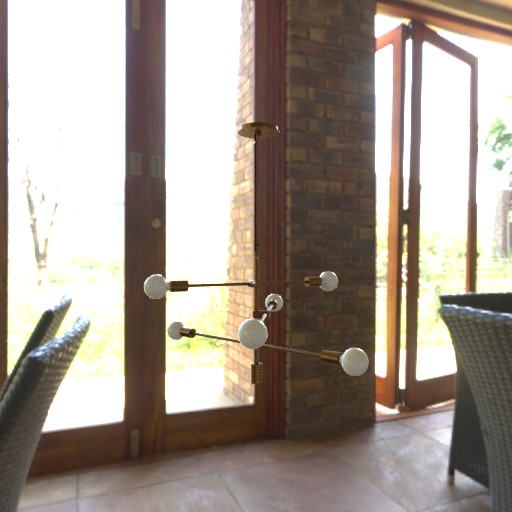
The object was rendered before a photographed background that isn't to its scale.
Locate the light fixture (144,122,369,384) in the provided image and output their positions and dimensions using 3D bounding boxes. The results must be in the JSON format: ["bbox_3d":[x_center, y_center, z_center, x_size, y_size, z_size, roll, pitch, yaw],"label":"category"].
[{"bbox_3d":[0.000,0.000,1.290,0.637,0.744,0.682,0,0,-19],"label":"light fixture"}]
